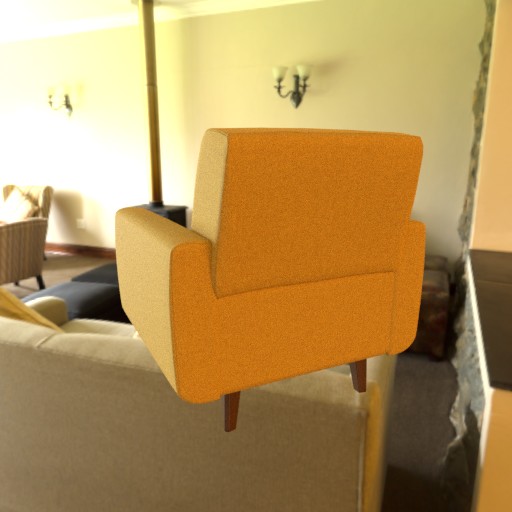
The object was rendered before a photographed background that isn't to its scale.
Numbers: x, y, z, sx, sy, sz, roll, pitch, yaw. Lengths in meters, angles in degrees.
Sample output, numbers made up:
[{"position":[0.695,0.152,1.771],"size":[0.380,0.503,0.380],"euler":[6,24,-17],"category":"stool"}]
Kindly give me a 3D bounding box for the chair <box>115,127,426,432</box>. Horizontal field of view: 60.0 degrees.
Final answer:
[{"position":[0.000,0.000,1.561],"size":[0.831,0.841,0.909],"euler":[-6,15,-25],"category":"chair"}]
